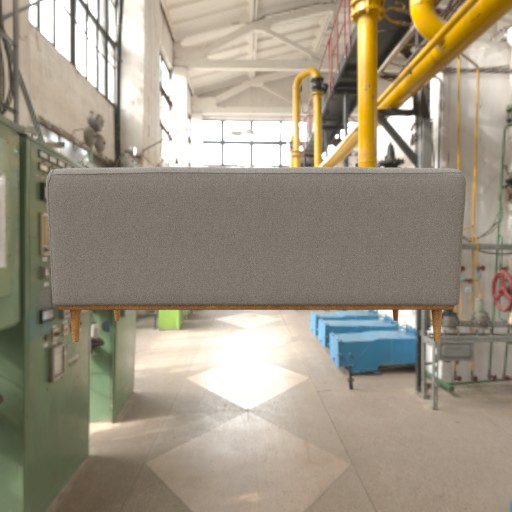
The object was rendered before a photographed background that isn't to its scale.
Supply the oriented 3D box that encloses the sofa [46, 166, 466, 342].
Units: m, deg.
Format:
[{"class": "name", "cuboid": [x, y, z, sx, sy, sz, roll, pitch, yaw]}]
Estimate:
[{"class": "sofa", "cuboid": [0.000, 0.000, 2.573, 2.057, 0.871, 0.978, 0, 1, 0]}]
